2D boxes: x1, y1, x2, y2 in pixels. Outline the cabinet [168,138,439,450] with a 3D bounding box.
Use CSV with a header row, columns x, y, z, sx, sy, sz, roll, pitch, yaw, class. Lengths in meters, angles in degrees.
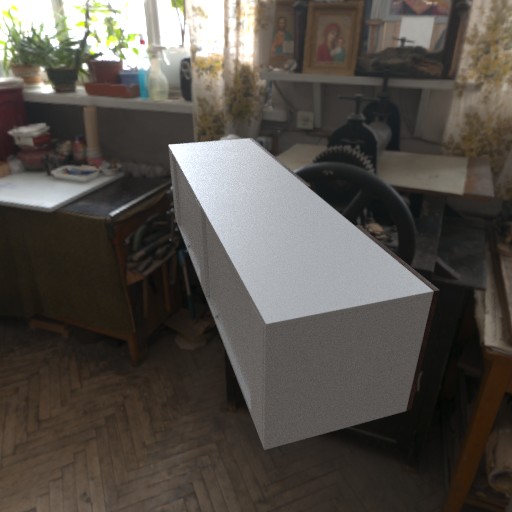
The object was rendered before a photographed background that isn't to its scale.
x,y,z,sx,sy,sz,roll,pitch,yaw,class
0.000,0.000,1.740,0.431,0.533,1.499,-9,30,-15,cabinet
